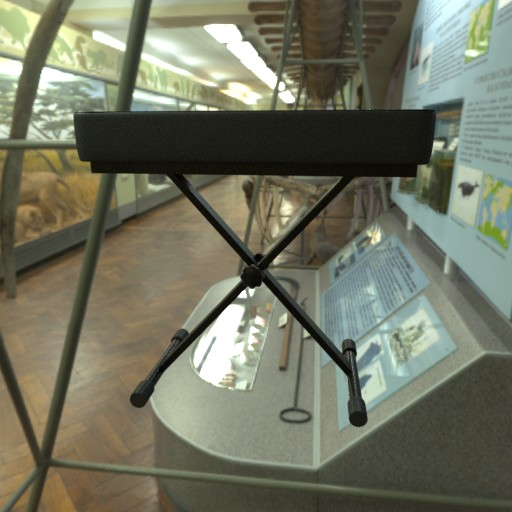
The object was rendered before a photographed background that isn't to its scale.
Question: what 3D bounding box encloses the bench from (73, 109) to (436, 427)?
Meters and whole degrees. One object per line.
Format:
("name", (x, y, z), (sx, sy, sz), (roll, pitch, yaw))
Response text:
("bench", (0.000, 0.000, 0.920), (0.600, 0.561, 0.300), (2, 16, 8))
